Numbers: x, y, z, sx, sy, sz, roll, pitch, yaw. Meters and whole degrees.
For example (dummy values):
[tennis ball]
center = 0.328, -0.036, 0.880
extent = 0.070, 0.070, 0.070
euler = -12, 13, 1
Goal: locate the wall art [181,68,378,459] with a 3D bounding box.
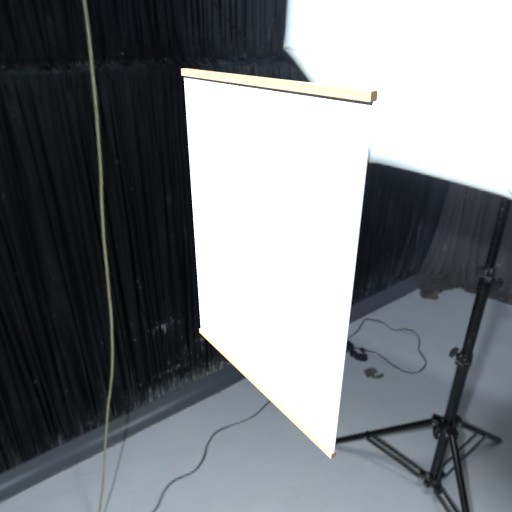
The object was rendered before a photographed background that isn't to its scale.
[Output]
[wall art]
center = 0.000, 0.000, 0.809
extent = 0.012, 0.608, 0.459
euler = -18, 32, -32
